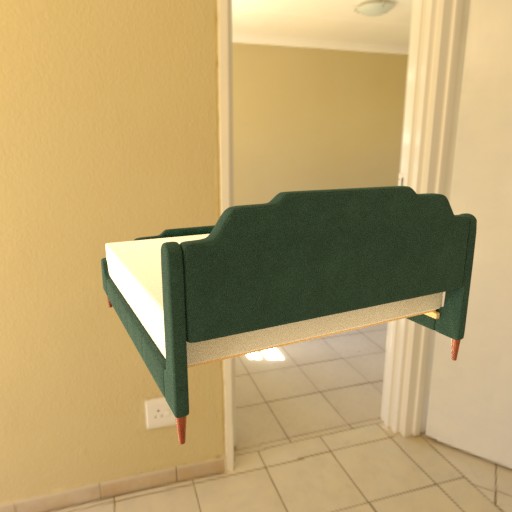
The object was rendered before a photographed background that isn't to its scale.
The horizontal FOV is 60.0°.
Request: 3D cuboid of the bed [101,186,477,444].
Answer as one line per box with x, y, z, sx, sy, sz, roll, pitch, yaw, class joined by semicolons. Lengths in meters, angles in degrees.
0.000;0.000;3.534;2.074;1.245;2.340;-7;15;-26;bed
